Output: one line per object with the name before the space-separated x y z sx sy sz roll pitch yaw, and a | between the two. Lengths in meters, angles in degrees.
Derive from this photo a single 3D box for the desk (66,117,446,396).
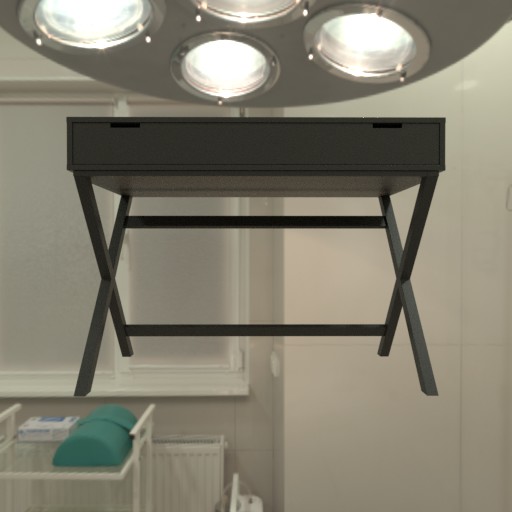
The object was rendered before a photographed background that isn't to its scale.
desk | 0.000 0.000 1.491 1.057 0.780 0.504 0 1 0
